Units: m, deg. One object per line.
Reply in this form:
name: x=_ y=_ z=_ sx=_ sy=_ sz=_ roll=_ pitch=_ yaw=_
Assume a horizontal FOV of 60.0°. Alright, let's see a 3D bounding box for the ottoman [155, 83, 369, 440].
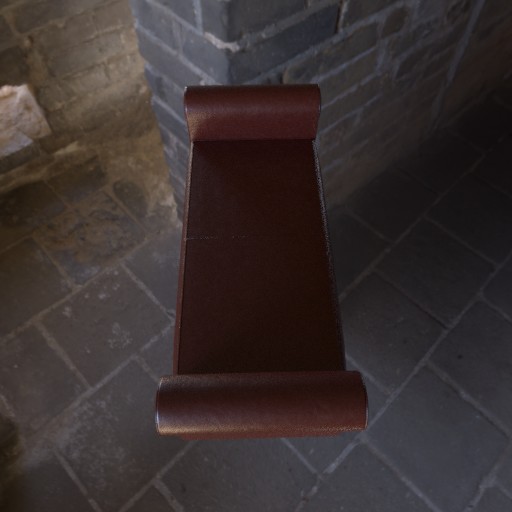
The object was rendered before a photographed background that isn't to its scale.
ottoman: x=0.000 y=0.000 z=1.574 sx=0.521 sy=0.547 sz=1.256 roll=-1 pitch=58 yaw=-1
